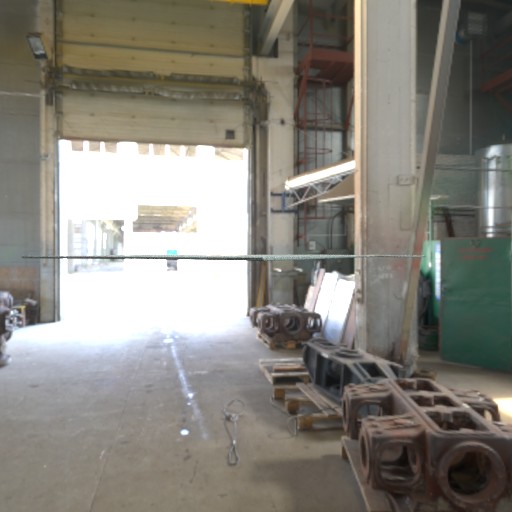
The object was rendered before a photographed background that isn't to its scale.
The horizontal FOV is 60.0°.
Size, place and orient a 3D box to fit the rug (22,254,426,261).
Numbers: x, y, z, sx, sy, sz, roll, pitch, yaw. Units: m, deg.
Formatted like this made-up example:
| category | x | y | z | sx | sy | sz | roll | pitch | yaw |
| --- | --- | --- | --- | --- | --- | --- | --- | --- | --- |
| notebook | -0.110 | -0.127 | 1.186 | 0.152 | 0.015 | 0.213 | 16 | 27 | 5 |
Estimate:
| category | x | y | z | sx | sy | sz | roll | pitch | yaw |
| --- | --- | --- | --- | --- | --- | --- | --- | --- | --- |
| rug | 0.000 | 0.000 | 2.920 | 1.611 | 0.026 | 2.260 | 0 | 0 | 35 |
